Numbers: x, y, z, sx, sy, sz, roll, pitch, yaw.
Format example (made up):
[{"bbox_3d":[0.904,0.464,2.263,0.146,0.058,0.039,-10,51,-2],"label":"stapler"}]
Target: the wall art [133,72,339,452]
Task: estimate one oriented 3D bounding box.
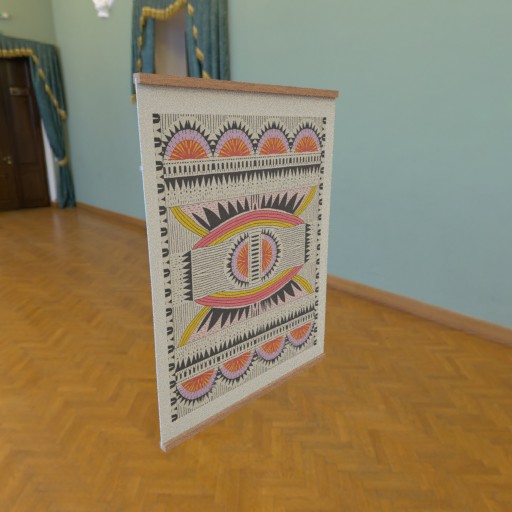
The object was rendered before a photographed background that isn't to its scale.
[{"bbox_3d":[0.000,0.000,1.398,0.765,1.016,0.028,-16,22,-42],"label":"wall art"}]
